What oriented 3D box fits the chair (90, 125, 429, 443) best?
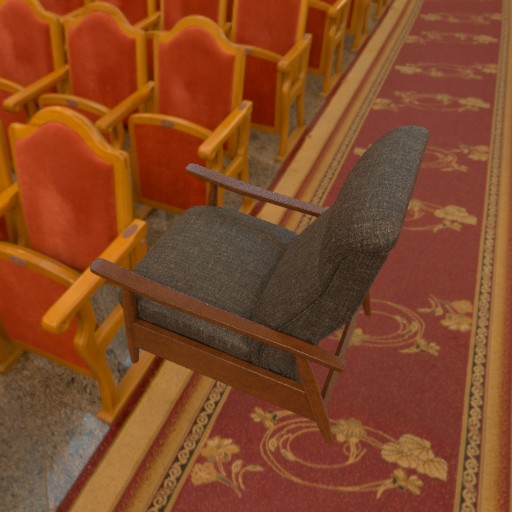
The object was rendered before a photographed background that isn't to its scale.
[{"bbox_3d":[0.000,0.000,1.783,1.014,1.082,0.762,17,47,16],"label":"chair"}]
